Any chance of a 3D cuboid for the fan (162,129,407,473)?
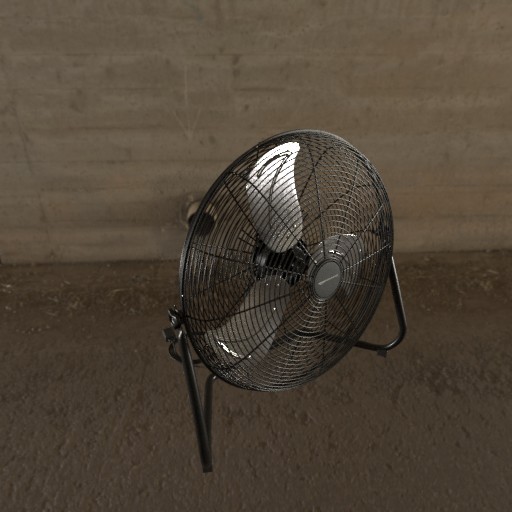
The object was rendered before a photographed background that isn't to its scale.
[{"bbox_3d":[0.000,0.000,1.004,0.595,0.605,0.470,-21,36,-32],"label":"fan"}]
